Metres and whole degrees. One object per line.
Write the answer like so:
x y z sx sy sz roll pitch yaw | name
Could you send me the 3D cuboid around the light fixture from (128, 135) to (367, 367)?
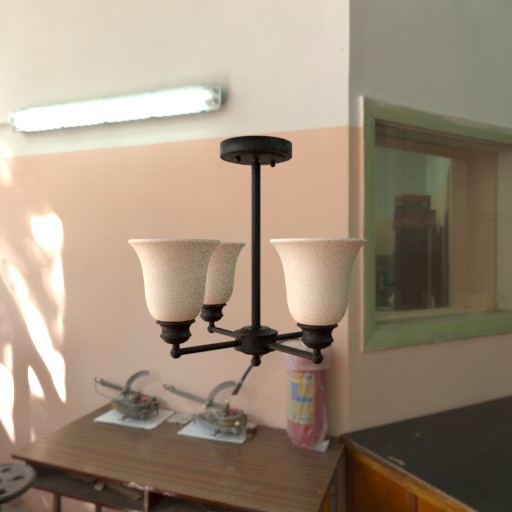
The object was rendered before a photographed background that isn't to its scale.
0.000 0.000 1.850 1.069 0.925 1.069 0 1 -36 | light fixture
